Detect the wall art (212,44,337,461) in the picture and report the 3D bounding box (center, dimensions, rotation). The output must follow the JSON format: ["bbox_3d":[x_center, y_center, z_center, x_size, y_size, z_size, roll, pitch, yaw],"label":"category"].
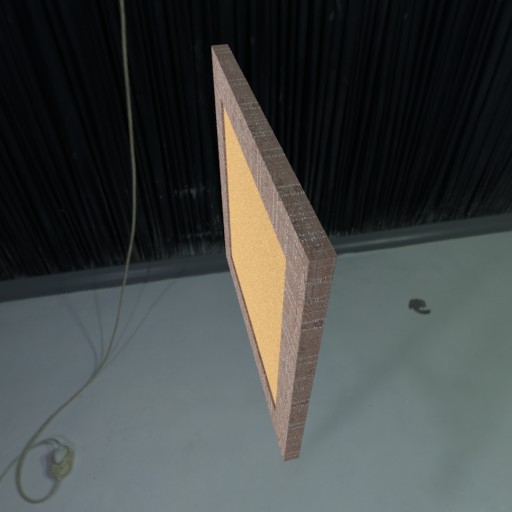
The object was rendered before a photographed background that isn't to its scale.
[{"bbox_3d":[0.000,0.000,0.790,0.029,0.531,0.531,-10,47,-10],"label":"wall art"}]
